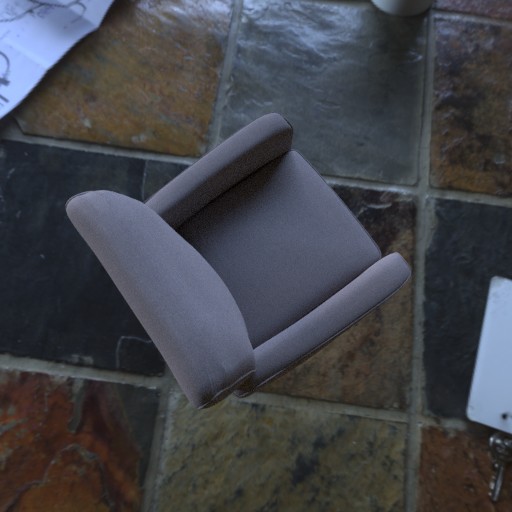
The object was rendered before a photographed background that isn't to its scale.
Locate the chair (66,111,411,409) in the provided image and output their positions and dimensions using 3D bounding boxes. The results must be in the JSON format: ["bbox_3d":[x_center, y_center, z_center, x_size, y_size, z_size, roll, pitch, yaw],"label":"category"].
[{"bbox_3d":[0.000,0.000,1.678,0.859,1.023,0.845,-35,78,-8],"label":"chair"}]
